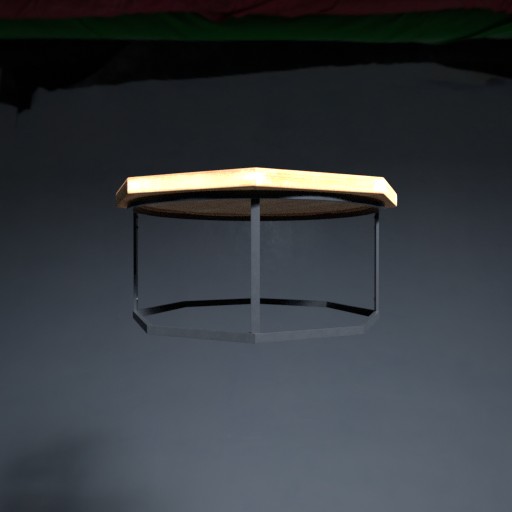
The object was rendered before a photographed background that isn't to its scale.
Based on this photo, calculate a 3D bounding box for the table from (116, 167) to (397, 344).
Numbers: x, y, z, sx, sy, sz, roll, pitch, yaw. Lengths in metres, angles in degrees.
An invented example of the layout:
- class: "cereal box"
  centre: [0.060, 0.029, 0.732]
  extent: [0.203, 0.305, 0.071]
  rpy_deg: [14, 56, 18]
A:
- class: "table"
  centre: [0.000, 0.000, 1.583]
  extent: [1.002, 0.444, 1.002]
  rpy_deg: [0, 1, 0]
